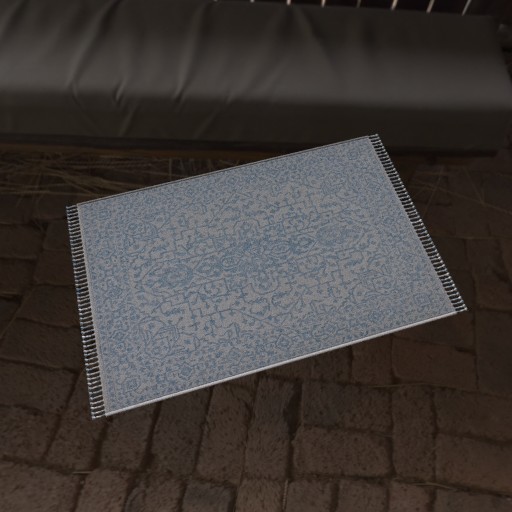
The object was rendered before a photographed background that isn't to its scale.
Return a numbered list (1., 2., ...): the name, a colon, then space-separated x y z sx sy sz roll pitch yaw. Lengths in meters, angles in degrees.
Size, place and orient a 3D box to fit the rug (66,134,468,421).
1. rug: 0.000 0.000 3.058 2.438 0.010 1.524 -15 66 -7
